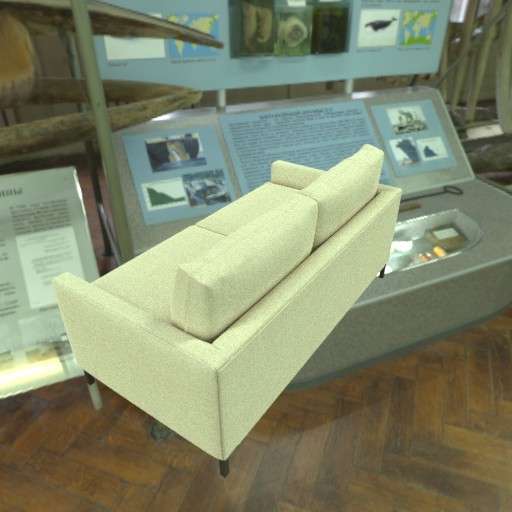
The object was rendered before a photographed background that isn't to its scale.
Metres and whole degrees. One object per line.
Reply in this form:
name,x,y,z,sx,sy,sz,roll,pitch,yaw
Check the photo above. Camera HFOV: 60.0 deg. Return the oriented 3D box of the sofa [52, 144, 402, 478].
sofa,0.000,0.000,2.144,0.839,0.812,1.651,20,37,29
